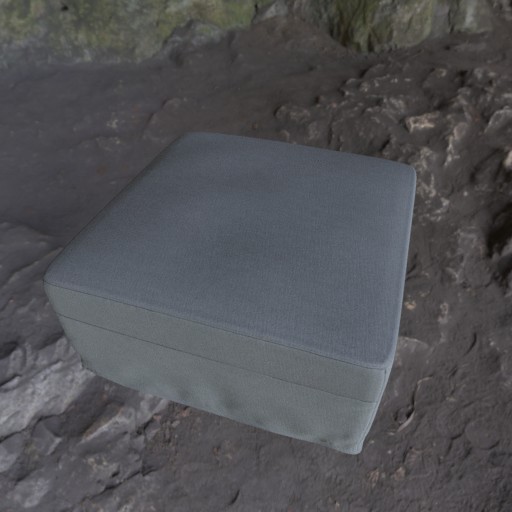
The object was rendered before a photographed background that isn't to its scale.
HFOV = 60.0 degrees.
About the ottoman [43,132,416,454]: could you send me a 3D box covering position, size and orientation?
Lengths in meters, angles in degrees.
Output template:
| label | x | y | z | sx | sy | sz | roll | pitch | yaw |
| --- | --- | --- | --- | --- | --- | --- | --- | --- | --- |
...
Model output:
| label | x | y | z | sx | sy | sz | roll | pitch | yaw |
| --- | --- | --- | --- | --- | --- | --- | --- | --- | --- |
| ottoman | 0.000 | 0.000 | 1.344 | 0.842 | 0.441 | 0.843 | 12 | 43 | 14 |
